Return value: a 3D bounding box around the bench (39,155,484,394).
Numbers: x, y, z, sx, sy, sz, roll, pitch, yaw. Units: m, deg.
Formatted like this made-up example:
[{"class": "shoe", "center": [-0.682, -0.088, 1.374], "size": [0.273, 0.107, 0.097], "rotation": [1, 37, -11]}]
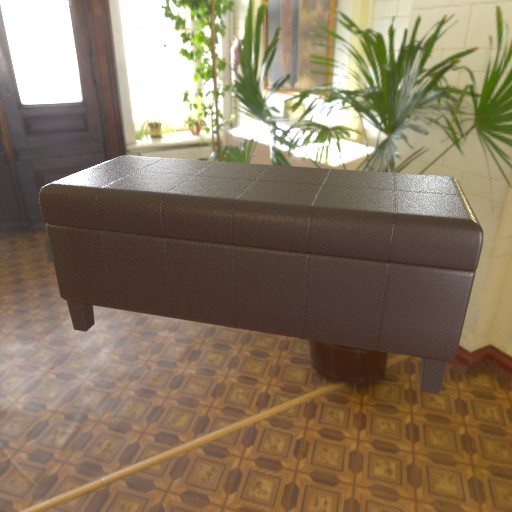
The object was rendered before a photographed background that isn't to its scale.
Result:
[{"class": "bench", "center": [0.000, 0.000, 1.306], "size": [1.092, 0.457, 0.429], "rotation": [7, 26, 14]}]
